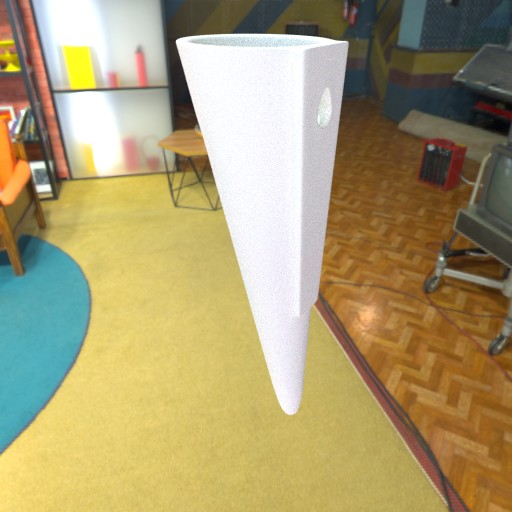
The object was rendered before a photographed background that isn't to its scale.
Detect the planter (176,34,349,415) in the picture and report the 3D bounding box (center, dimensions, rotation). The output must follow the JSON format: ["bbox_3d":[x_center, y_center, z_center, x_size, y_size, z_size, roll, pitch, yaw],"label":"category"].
[{"bbox_3d":[0.000,0.000,0.220,0.064,0.193,0.057,20,36,30],"label":"planter"}]
